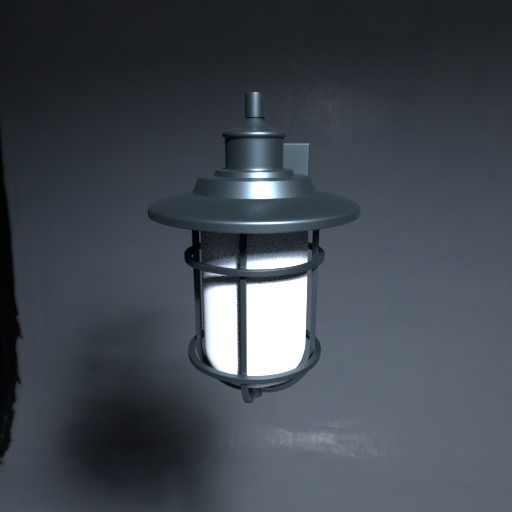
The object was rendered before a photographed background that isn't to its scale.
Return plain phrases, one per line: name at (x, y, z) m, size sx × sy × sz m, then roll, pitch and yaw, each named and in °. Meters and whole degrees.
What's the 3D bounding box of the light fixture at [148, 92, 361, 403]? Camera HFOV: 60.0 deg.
light fixture at (0.000, 0.000, 0.501) m, size 0.222 × 0.345 × 0.252 m, roll 2°, pitch 15°, yaw 8°
